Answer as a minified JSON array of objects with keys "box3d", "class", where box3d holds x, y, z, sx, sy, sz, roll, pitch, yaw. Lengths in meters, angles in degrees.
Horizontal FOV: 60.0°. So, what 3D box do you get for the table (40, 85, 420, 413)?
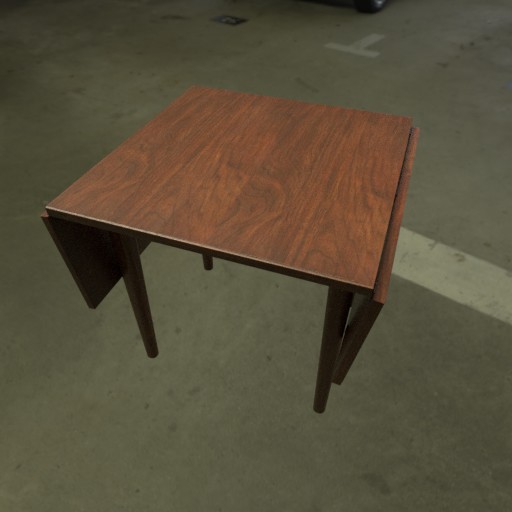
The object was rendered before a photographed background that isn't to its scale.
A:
[{"box3d":[0.000,0.000,1.503,0.843,0.763,0.812,14,44,15],"class":"table"}]
